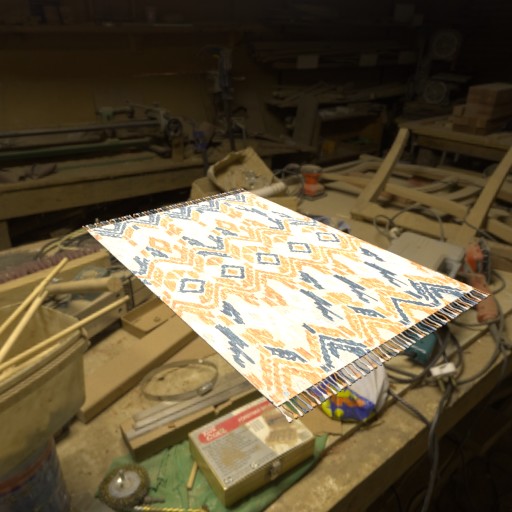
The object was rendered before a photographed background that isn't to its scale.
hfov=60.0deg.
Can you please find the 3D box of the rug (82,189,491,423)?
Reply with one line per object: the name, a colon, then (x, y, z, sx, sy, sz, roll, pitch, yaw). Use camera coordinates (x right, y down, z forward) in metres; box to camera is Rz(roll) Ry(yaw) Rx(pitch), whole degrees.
rug: (0.000, 0.000, 2.968, 1.533, 0.010, 2.428, -19, 32, -33)
